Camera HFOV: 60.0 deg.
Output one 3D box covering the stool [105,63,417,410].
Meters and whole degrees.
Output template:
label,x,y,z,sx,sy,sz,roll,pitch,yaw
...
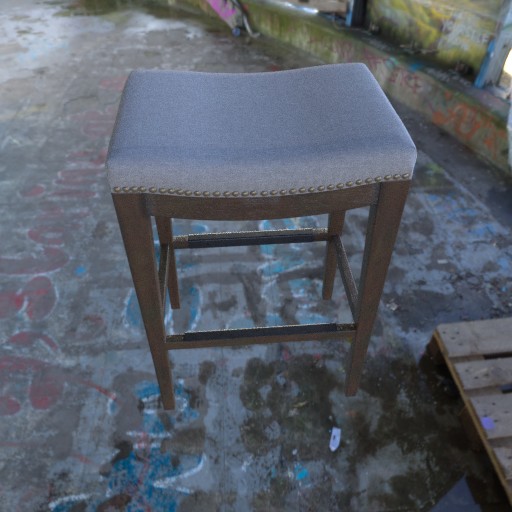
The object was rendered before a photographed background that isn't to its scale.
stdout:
label,x,y,z,sx,sy,sz,roll,pitch,yaw
stool,0.000,0.000,1.028,0.508,0.762,0.356,-3,46,-3
